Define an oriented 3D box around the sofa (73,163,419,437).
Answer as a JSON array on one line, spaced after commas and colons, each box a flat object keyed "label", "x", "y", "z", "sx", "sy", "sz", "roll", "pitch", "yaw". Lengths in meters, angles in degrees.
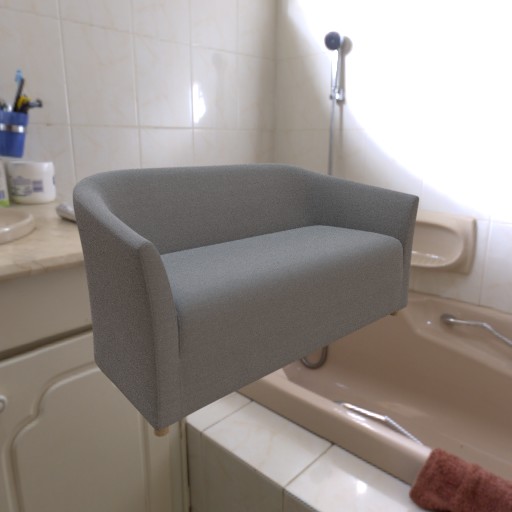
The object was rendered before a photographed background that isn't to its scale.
[{"label": "sofa", "x": 0.000, "y": 0.000, "z": 1.856, "sx": 1.452, "sy": 0.721, "sz": 0.705, "roll": -13, "pitch": 19, "yaw": -42}]
